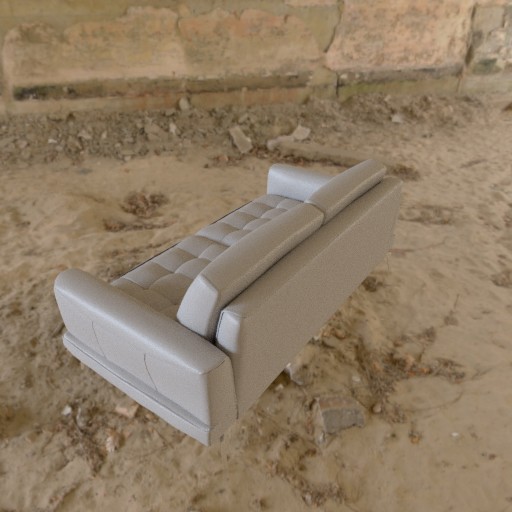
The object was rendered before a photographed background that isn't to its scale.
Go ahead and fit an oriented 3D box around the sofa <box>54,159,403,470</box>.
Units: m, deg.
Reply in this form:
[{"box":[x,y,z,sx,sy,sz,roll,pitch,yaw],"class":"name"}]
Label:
[{"box":[0.000,0.000,2.759,1.121,0.930,2.177,21,37,30],"class":"sofa"}]
